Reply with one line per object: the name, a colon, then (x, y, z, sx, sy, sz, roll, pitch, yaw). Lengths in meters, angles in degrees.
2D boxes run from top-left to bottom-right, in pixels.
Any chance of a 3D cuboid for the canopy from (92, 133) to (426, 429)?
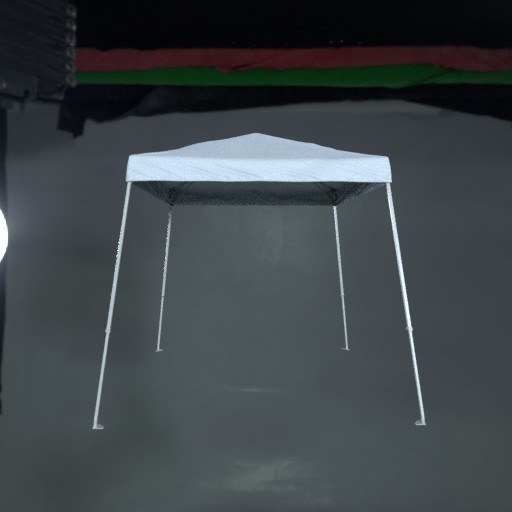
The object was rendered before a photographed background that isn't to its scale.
canopy: (0.000, 0.000, 6.530, 3.600, 3.600, 3.599, 0, 1, -2)
